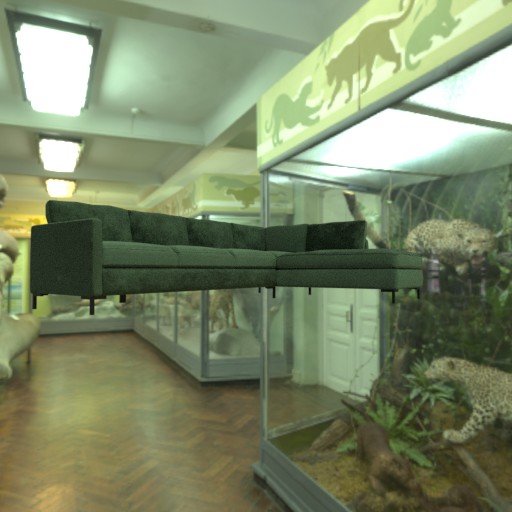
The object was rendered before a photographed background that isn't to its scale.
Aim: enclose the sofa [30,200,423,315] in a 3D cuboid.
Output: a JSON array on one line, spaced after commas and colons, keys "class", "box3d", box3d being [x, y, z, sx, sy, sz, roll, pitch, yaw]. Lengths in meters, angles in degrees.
[{"class": "sofa", "box3d": [0.000, 0.000, 3.226, 1.707, 0.687, 2.486, -1, -2, 36]}]
